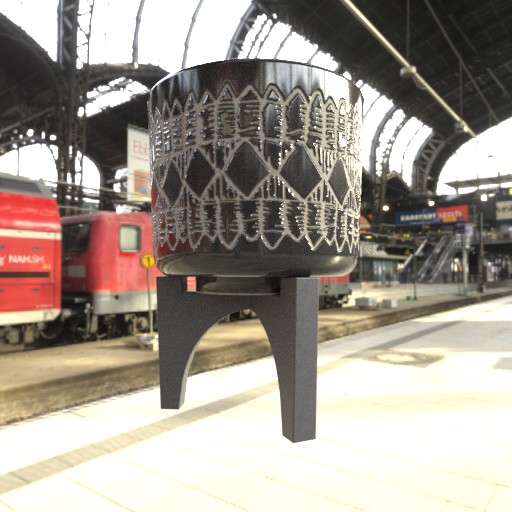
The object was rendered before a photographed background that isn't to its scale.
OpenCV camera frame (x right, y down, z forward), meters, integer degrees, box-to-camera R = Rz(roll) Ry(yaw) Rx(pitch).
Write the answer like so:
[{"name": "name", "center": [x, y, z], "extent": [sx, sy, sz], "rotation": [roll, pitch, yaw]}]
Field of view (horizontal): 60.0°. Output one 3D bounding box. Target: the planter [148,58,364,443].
[{"name": "planter", "center": [0.000, 0.000, 0.521], "extent": [0.251, 0.355, 0.251], "rotation": [-1, -2, 35]}]
